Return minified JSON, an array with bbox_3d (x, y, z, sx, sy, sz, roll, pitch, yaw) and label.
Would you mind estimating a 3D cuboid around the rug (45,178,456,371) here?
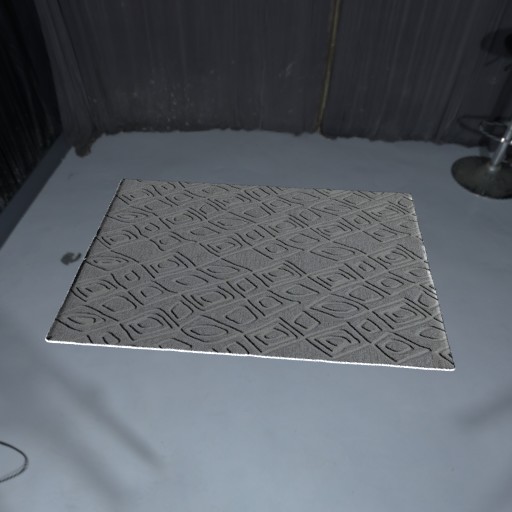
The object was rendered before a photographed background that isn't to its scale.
[{"bbox_3d":[0.000,0.000,2.378,1.832,0.016,1.224,3,46,3],"label":"rug"}]
